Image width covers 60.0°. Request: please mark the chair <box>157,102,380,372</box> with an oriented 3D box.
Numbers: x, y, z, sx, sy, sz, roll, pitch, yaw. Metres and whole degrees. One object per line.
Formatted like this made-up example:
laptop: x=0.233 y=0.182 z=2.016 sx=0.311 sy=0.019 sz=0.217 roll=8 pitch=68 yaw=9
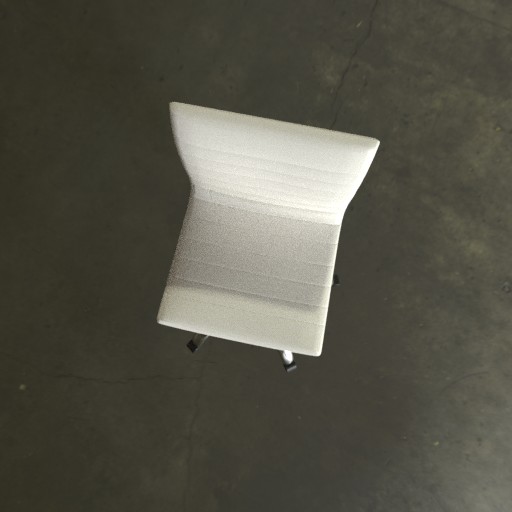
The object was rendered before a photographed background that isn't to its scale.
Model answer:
chair: x=0.000 y=0.000 z=1.133 sx=0.556 sy=0.780 sz=0.530 roll=11 pitch=76 yaw=3
